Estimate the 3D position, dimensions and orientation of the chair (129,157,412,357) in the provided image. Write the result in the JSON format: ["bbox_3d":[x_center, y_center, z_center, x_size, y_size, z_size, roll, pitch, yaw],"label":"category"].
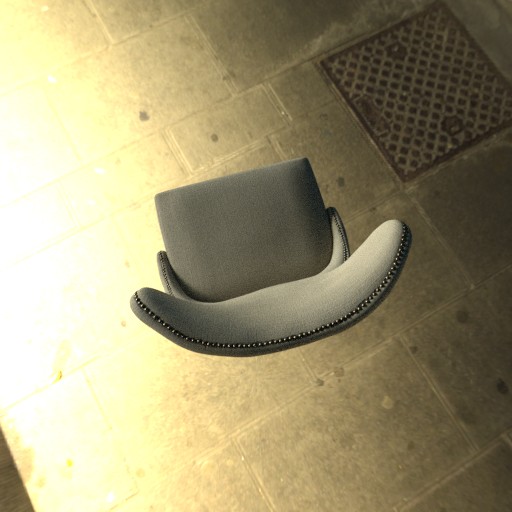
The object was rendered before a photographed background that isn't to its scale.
[{"bbox_3d":[0.000,0.000,1.386,0.628,0.967,0.635,-15,75,-4],"label":"chair"}]
